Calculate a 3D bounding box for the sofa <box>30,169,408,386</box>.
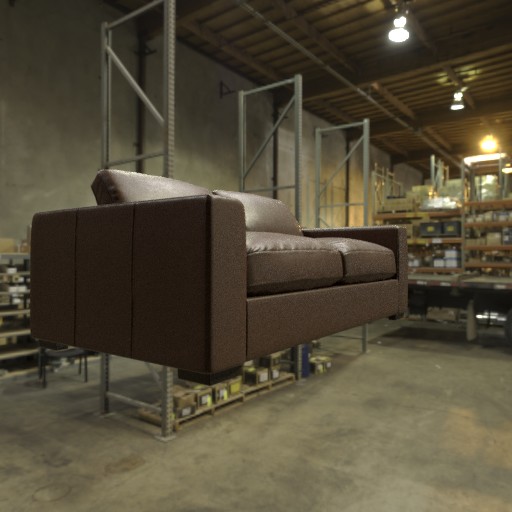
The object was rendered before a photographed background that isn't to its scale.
[{"bbox_3d":[0.000,0.000,2.385,1.070,0.800,1.920,0,0,36],"label":"sofa"}]
